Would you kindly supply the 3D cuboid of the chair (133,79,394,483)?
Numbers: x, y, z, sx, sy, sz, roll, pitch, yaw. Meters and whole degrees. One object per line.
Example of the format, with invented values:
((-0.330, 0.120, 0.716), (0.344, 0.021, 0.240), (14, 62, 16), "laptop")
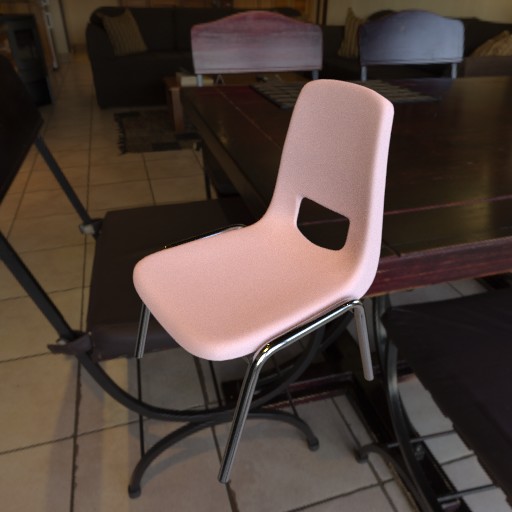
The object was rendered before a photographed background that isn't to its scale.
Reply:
((0.000, 0.000, 0.772), (0.385, 0.536, 0.354), (-20, 37, -30), "chair")
